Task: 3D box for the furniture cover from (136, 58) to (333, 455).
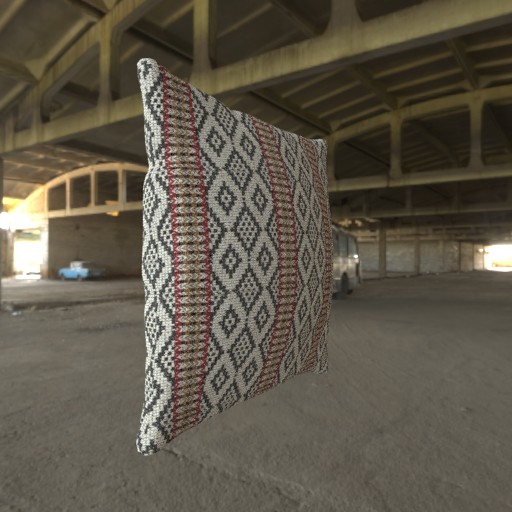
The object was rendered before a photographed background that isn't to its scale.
[{"bbox_3d":[0.000,0.000,0.763,0.182,0.506,0.503,0,0,35],"label":"furniture cover"}]
